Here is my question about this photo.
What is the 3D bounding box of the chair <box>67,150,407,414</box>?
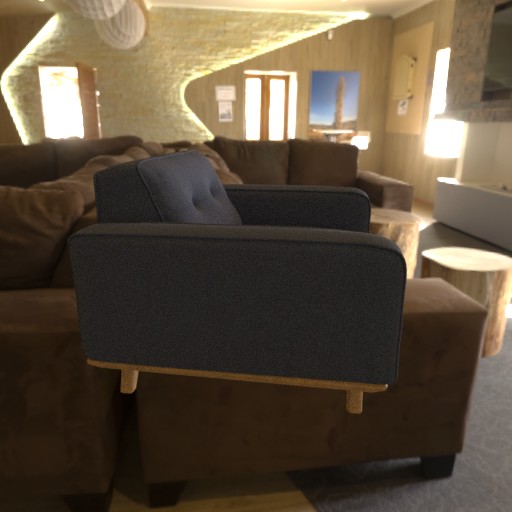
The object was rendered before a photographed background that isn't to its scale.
[{"bbox_3d":[0.000,0.000,1.748,0.953,0.783,1.118,2,17,8],"label":"chair"}]
